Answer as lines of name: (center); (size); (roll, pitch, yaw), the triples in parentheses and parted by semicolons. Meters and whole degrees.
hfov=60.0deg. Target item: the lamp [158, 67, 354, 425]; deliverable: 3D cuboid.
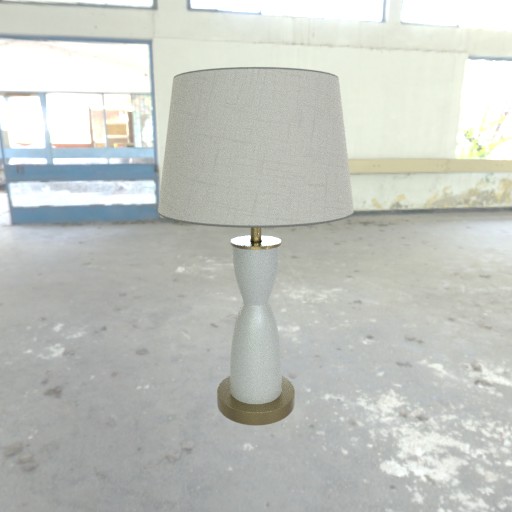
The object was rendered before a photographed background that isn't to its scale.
lamp: (0.000, 0.000, 0.733); (0.309, 0.545, 0.309); (0, 15, 0)
